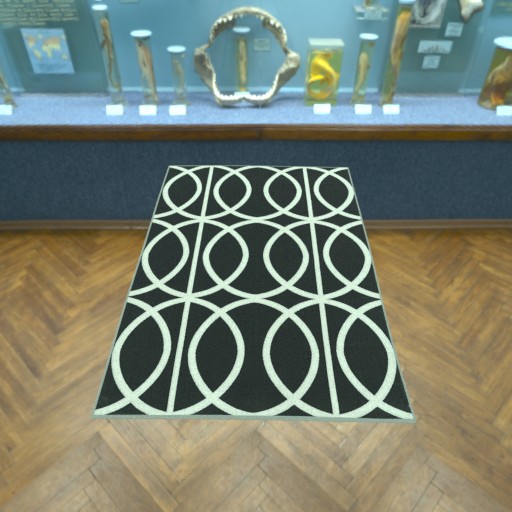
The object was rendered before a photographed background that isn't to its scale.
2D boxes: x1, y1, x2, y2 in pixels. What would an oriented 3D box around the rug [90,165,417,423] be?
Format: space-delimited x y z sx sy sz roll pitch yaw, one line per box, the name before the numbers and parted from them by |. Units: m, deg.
rug | 0.000 0.000 2.903 1.526 0.014 2.290 1 42 1
